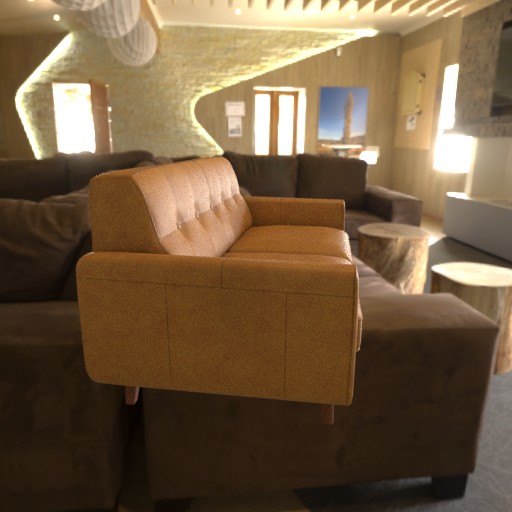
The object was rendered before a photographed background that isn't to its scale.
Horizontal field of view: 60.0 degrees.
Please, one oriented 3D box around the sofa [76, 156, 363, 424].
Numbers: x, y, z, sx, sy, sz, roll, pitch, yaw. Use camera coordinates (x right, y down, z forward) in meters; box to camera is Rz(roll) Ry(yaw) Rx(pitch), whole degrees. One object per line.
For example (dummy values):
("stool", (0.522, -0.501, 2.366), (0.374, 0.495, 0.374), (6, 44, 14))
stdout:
("sofa", (0.000, 0.000, 2.205), (0.952, 0.925, 1.651), (2, 15, 9))
